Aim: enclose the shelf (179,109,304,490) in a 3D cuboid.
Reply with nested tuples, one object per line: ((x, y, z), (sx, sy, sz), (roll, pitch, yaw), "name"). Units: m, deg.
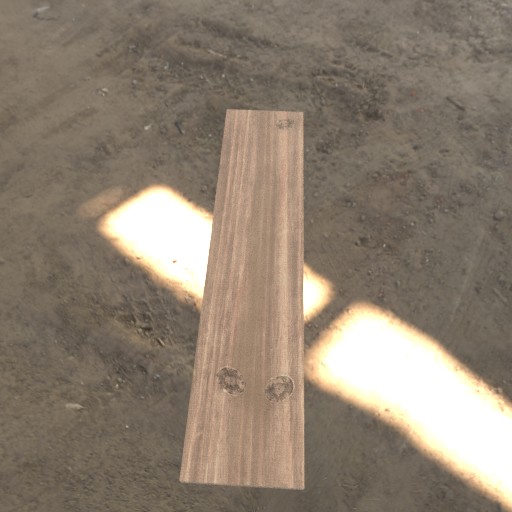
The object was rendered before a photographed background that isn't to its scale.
((0.000, 0.000, 0.660), (0.140, 0.020, 0.610), (3, 59, 2), "shelf")
